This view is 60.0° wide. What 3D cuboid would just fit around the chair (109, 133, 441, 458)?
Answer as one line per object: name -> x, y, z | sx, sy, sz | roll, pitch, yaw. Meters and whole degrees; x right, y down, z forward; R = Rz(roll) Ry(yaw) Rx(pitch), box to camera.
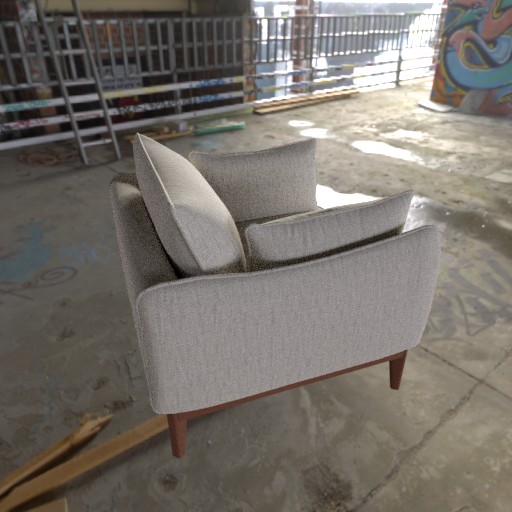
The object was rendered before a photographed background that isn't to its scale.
chair -> 0.000, 0.000, 1.732 | 0.991, 0.855, 0.994 | -10, 31, -18
